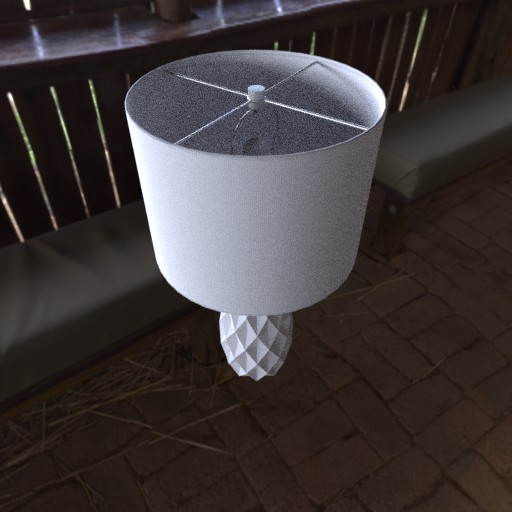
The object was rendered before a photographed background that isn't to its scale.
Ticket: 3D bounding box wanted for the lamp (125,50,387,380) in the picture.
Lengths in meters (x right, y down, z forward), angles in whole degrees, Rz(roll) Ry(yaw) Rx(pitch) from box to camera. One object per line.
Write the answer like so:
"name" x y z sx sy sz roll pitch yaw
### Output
"lamp" 0.000 0.000 0.686 0.297 0.522 0.297 0 42 0
